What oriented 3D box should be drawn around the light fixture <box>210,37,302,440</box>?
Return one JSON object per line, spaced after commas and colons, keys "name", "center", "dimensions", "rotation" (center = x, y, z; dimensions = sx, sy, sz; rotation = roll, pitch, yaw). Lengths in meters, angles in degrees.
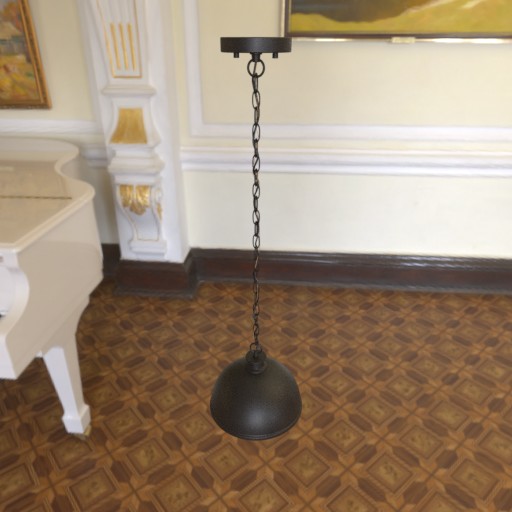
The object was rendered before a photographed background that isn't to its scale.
{"name": "light fixture", "center": [0.000, 0.000, 1.231], "dimensions": [0.304, 1.090, 0.304], "rotation": [8, 27, 16]}
